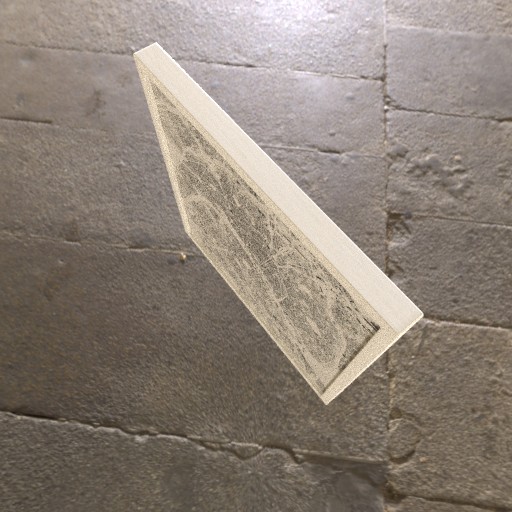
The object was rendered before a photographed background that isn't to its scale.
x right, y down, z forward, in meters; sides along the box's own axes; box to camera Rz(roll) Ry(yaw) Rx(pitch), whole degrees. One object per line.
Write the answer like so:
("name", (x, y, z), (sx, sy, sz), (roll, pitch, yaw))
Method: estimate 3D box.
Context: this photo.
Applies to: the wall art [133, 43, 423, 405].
("wall art", (0.000, 0.000, 0.759), (0.038, 0.508, 0.508), (-35, 69, -16))
